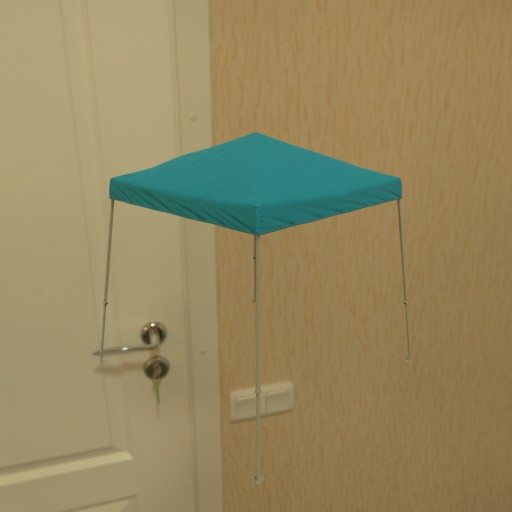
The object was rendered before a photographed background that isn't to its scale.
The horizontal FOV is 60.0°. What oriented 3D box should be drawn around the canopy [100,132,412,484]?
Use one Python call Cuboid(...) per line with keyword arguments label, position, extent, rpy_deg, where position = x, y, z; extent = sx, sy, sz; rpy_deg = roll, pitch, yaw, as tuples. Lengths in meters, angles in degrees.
Cuboid(label="canopy", position=(0.000, 0.000, 6.692), extent=(3.600, 3.600, 3.599), rpy_deg=(16, 24, 42))
